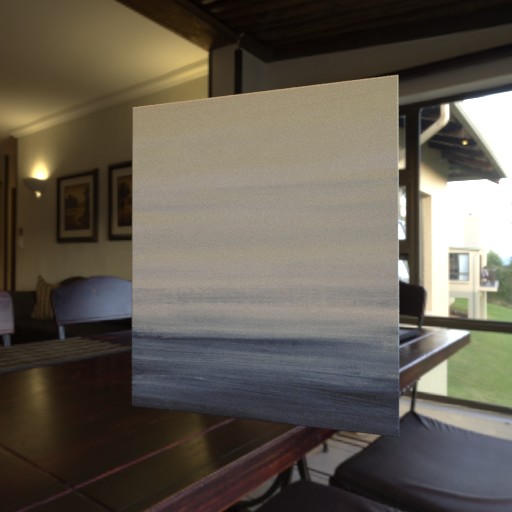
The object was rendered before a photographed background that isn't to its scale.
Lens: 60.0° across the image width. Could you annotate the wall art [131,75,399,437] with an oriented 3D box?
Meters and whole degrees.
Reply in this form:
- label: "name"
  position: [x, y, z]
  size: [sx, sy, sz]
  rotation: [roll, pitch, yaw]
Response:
- label: "wall art"
  position: [0.000, 0.000, 0.709]
  size: [0.435, 0.511, 0.037]
  rotation: [0, -1, 18]
